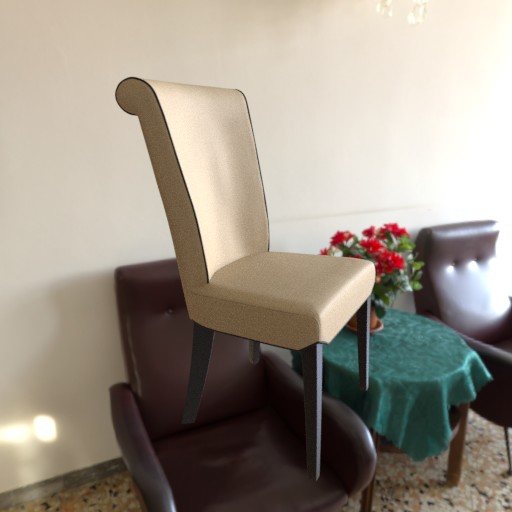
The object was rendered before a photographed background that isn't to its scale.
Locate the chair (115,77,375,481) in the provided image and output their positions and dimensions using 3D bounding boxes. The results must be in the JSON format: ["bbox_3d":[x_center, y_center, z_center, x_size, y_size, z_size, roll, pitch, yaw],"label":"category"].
[{"bbox_3d":[0.000,0.000,1.341,0.623,0.997,0.522,9,19,28],"label":"chair"}]
